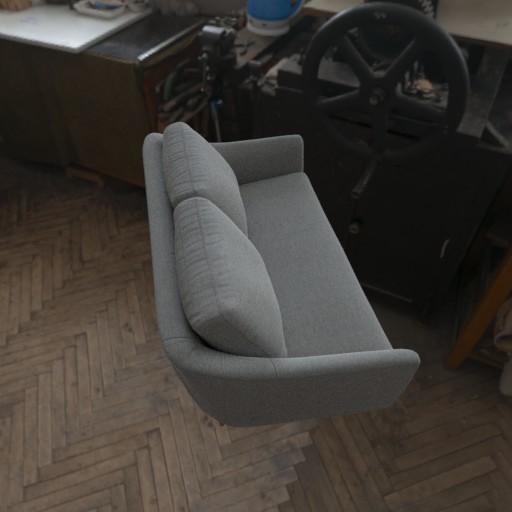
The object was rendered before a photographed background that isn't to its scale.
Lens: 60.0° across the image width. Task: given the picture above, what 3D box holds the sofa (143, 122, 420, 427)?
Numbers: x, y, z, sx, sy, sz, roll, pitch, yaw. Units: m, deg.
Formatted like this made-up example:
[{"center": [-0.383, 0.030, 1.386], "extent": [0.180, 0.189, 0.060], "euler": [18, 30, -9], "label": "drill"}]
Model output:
[{"center": [0.000, 0.000, 2.243], "extent": [0.960, 0.904, 1.619], "euler": [-9, 48, -9], "label": "sofa"}]
